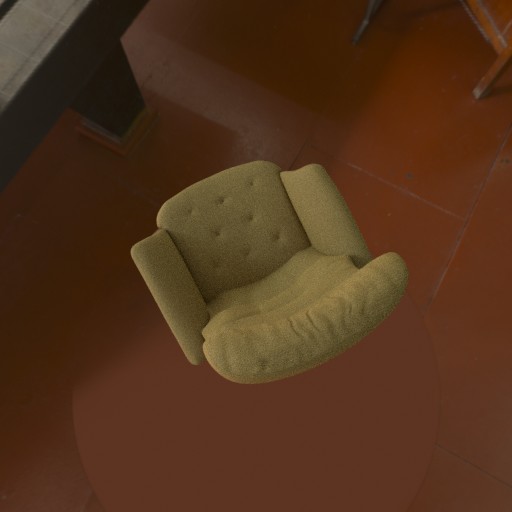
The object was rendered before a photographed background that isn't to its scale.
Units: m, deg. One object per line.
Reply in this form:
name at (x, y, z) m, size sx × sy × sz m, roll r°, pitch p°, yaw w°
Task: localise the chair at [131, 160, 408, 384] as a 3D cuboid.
chair at (0.000, 0.000, 1.578) m, size 0.785 × 0.995 × 0.837 m, roll -26°, pitch 76°, yaw -7°
